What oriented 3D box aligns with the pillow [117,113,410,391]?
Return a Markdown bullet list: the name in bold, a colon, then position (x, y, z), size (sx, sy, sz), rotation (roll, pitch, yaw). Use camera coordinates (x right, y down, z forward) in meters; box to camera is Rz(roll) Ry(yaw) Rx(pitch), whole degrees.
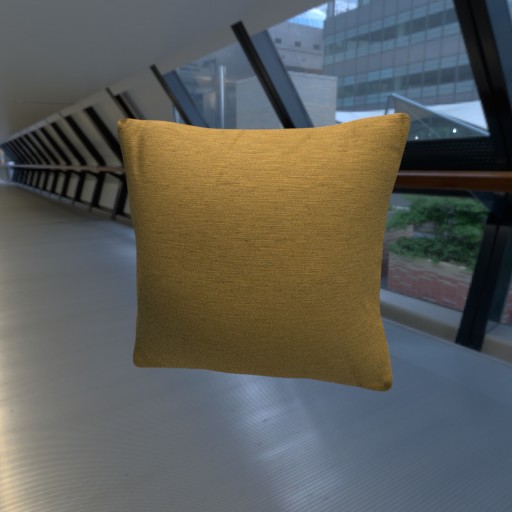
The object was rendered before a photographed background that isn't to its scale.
- **pillow**: position (0.000, 0.000, 0.689), size (0.435, 0.417, 0.247), rotation (2, 13, 11)
